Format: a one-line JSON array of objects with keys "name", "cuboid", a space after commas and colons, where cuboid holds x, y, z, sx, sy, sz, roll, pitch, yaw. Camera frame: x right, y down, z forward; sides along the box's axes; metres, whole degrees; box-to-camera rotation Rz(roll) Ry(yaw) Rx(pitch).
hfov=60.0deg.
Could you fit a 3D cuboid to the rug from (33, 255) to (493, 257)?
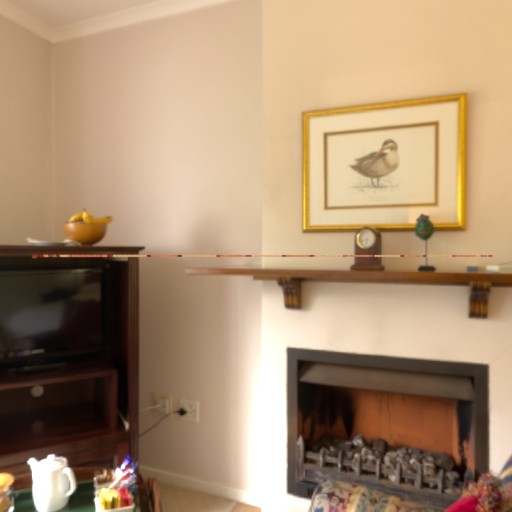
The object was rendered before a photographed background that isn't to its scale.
[{"name": "rug", "cuboid": [0.000, 0.000, 2.967, 2.431, 0.010, 1.535, 0, 0, -16]}]
